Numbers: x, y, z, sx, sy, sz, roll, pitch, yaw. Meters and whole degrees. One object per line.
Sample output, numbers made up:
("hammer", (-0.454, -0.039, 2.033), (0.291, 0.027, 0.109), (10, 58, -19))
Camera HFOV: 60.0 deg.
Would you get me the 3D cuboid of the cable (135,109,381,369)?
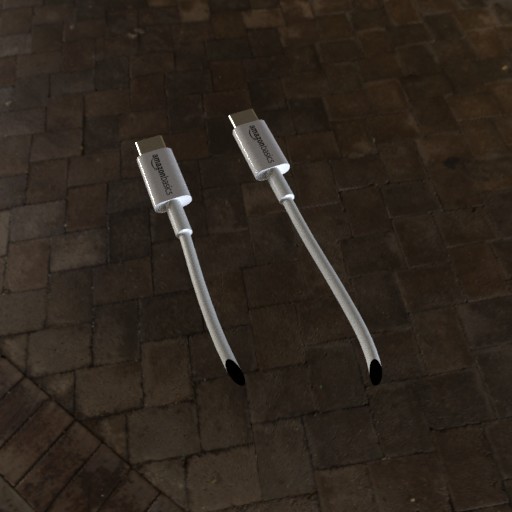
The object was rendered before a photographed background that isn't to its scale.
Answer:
("cable", (0.000, 0.000, 0.115), (0.041, 0.005, 0.098), (-20, 63, -11))
